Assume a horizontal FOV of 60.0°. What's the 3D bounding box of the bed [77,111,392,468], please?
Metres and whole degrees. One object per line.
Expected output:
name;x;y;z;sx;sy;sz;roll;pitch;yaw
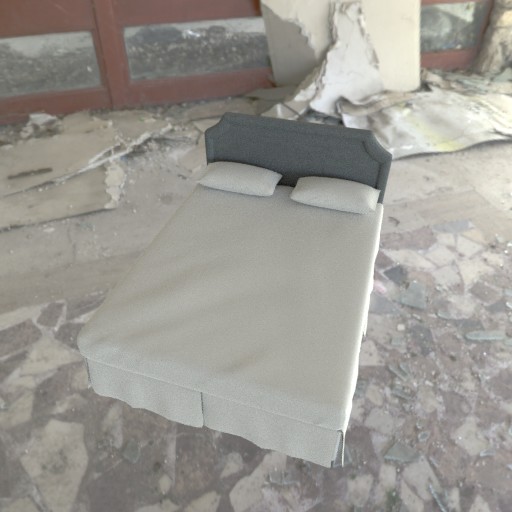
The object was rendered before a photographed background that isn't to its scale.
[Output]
bed;0.000;0.000;3.627;1.977;1.306;2.464;12;42;13
